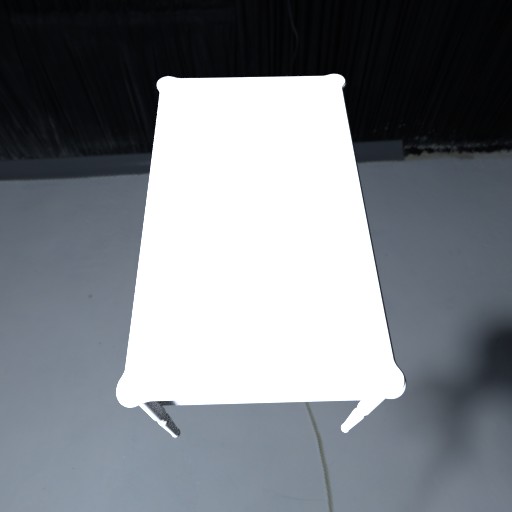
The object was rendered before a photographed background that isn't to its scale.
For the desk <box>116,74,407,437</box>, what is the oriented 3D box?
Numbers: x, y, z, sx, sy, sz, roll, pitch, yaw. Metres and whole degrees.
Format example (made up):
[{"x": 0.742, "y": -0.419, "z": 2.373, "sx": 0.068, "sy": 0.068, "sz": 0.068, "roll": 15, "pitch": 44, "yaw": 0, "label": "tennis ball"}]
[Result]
[{"x": 0.000, "y": 0.000, "z": 1.879, "sx": 0.807, "sy": 0.762, "sz": 1.380, "roll": -1, "pitch": 59, "yaw": -1, "label": "desk"}]
